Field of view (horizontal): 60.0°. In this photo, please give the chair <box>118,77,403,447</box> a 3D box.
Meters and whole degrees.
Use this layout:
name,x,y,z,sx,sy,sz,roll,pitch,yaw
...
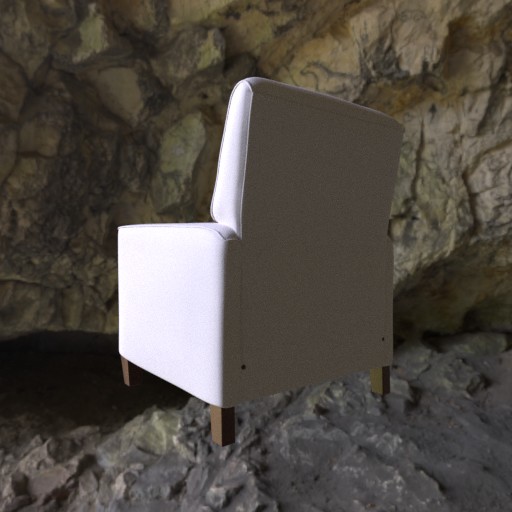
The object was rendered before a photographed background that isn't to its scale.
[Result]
name,x,y,z,sx,sy,sz,roll,pitch,yaw
chair,0.000,0.000,1.696,0.841,1.028,0.858,-1,1,-37
